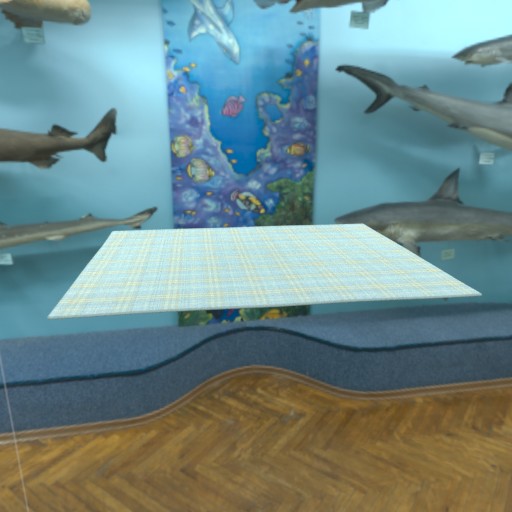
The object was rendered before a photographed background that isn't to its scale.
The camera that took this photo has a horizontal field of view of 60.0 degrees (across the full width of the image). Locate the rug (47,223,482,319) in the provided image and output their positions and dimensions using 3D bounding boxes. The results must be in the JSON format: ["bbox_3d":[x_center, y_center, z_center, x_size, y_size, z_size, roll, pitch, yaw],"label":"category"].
[{"bbox_3d":[0.000,0.000,4.225,3.066,0.030,2.462,-2,17,-7],"label":"rug"}]
